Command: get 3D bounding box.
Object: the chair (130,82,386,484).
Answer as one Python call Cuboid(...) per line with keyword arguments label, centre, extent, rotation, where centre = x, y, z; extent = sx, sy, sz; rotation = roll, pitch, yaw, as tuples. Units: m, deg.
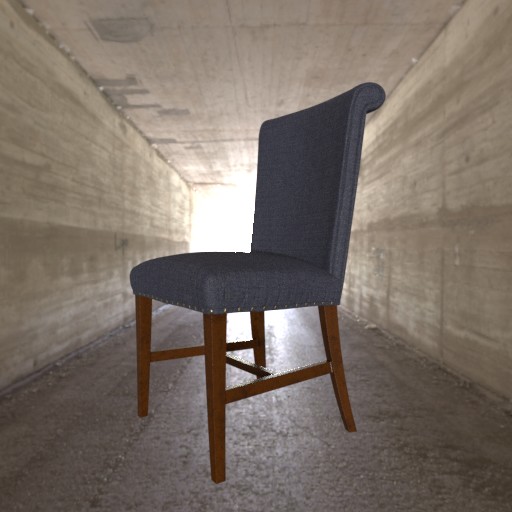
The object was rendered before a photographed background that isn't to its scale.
Cuboid(label="chair", centre=(0.000, 0.000, 1.325), extent=(0.608, 0.988, 0.513), rotation=(-1, 2, -35))
